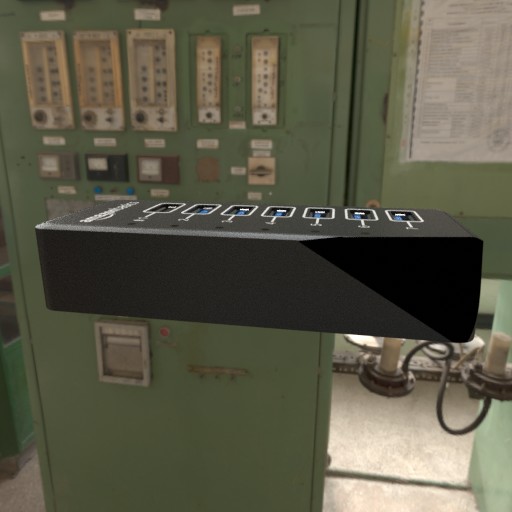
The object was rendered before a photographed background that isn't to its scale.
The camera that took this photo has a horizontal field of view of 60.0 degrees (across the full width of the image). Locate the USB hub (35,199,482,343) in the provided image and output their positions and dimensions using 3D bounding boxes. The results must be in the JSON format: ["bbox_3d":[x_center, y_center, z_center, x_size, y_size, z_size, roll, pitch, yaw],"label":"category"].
[{"bbox_3d":[0.000,0.000,0.126,0.110,0.023,0.044,3,17,10],"label":"USB hub"}]
